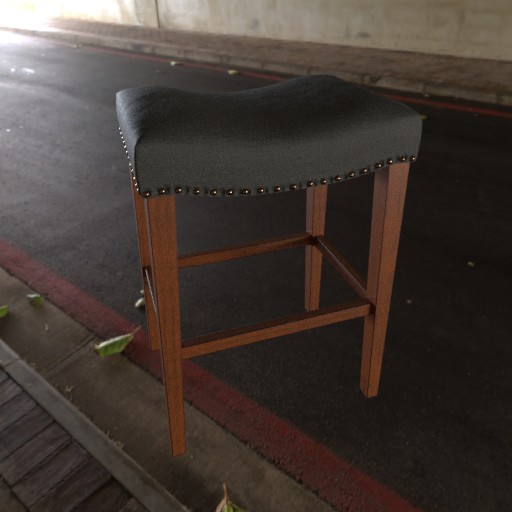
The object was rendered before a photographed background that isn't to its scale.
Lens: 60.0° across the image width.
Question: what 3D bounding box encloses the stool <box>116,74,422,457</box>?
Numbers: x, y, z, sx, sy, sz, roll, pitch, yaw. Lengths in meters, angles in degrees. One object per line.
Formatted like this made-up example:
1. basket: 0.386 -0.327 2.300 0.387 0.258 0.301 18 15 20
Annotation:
1. stool: 0.000 0.000 0.852 0.439 0.612 0.320 -11 34 -16
